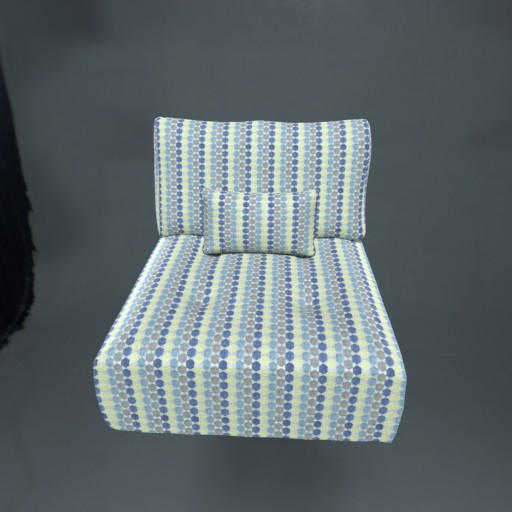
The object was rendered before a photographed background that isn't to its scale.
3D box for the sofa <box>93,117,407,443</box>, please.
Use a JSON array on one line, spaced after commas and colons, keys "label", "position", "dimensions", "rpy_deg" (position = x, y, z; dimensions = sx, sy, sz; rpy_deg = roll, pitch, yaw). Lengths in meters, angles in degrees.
[{"label": "sofa", "position": [0.000, 0.000, 1.660], "dimensions": [0.930, 0.830, 1.000], "rpy_deg": [1, 29, 3]}]
